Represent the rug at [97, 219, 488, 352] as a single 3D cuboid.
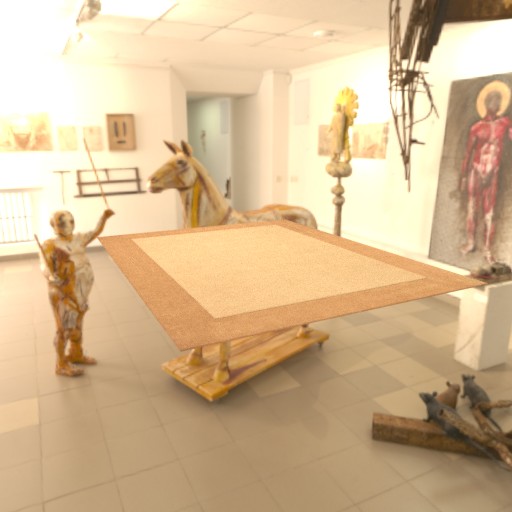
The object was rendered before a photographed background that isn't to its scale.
[{"bbox_3d":[0.000,0.000,4.172,2.438,0.014,3.048,-8,17,-26],"label":"rug"}]
